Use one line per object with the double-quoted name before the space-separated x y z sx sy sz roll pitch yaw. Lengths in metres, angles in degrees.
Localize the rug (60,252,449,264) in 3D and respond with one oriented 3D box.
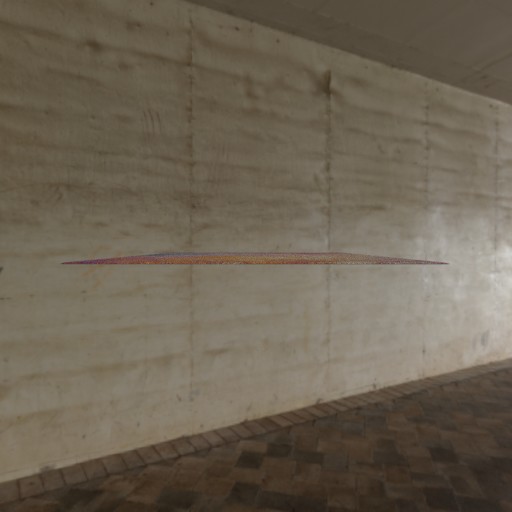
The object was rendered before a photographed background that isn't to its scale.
"rug" 0.000 0.000 3.721 2.007 0.013 2.896 0 1 0
